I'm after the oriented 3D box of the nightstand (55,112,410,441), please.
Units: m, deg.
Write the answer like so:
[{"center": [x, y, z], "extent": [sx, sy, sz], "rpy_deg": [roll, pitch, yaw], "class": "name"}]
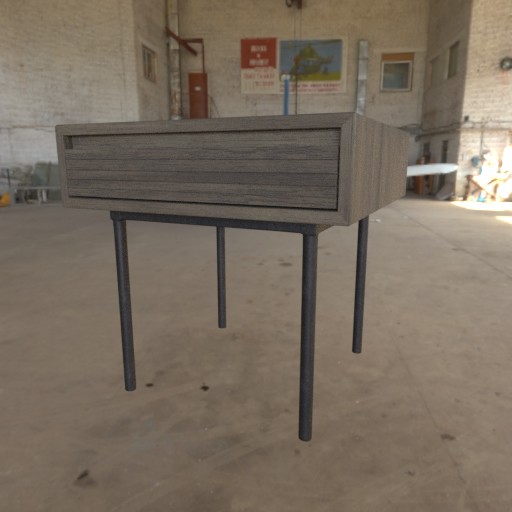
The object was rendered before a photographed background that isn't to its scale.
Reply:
[{"center": [0.000, 0.000, 0.902], "extent": [0.502, 0.497, 0.503], "rpy_deg": [6, 14, 25], "class": "nightstand"}]
